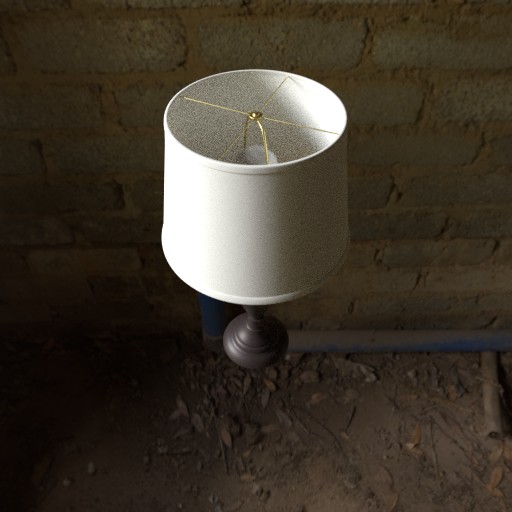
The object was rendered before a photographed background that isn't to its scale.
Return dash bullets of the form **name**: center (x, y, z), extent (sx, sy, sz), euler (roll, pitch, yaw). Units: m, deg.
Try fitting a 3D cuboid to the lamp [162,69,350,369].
- **lamp**: center (0.000, 0.000, 0.852), extent (0.335, 0.611, 0.335), euler (0, 48, 0)
